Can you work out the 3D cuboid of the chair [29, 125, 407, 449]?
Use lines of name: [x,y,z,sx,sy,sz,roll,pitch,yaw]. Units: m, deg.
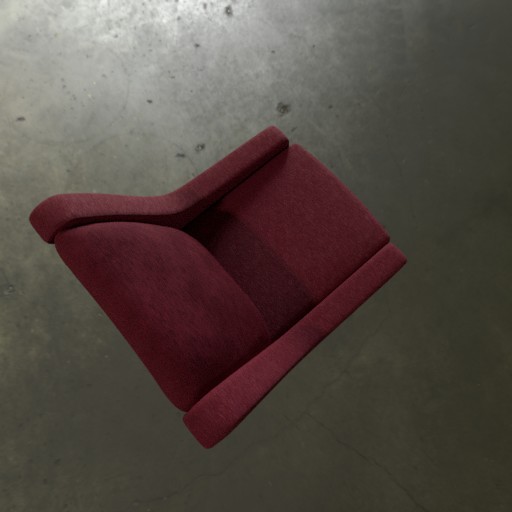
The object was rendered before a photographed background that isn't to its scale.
chair: [0.000,0.000,1.669,0.985,1.017,0.793,-40,78,-10]
